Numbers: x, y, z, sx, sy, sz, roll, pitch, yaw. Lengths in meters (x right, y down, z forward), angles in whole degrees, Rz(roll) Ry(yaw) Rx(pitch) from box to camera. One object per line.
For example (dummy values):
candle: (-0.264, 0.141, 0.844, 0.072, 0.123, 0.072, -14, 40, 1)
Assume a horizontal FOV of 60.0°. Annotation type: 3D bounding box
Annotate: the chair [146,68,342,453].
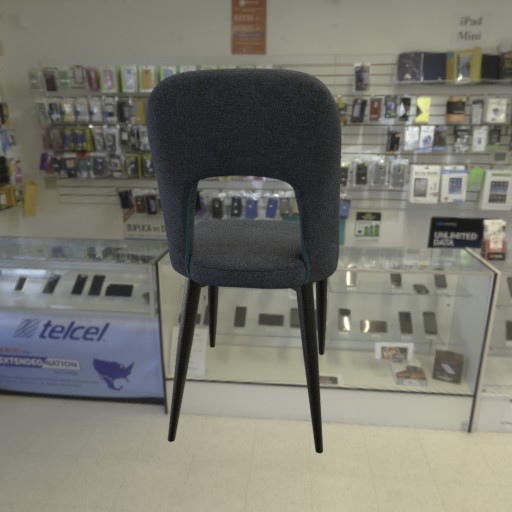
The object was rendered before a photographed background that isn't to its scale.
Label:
chair: (0.000, 0.000, 1.267, 0.470, 0.931, 0.612, 2, 16, 7)
